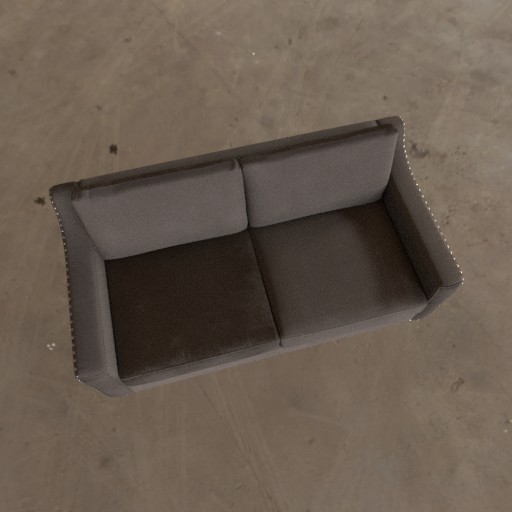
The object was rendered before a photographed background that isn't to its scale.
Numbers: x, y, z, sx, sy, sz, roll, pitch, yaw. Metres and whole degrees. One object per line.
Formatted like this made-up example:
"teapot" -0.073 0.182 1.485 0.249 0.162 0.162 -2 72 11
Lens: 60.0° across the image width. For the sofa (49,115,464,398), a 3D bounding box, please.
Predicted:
"sofa" 0.000 0.000 3.198 2.550 1.196 1.336 -13 65 -6
